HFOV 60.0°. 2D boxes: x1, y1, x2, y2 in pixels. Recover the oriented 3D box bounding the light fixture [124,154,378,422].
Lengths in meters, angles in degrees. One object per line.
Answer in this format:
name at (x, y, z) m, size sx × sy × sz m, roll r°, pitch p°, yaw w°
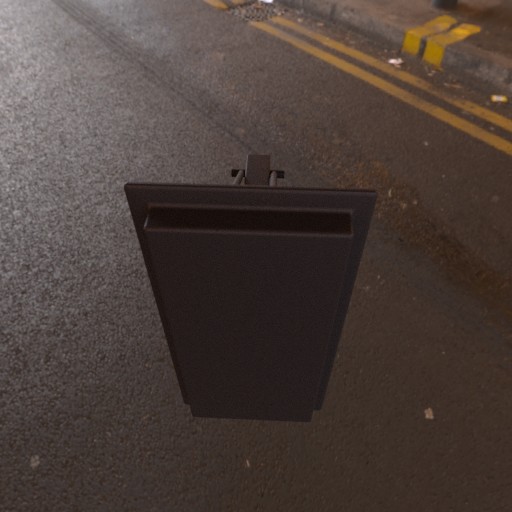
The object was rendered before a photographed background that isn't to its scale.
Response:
light fixture at (0.000, 0.000, 0.419) m, size 0.170 × 0.298 × 0.207 m, roll 2°, pitch 48°, yaw 2°
